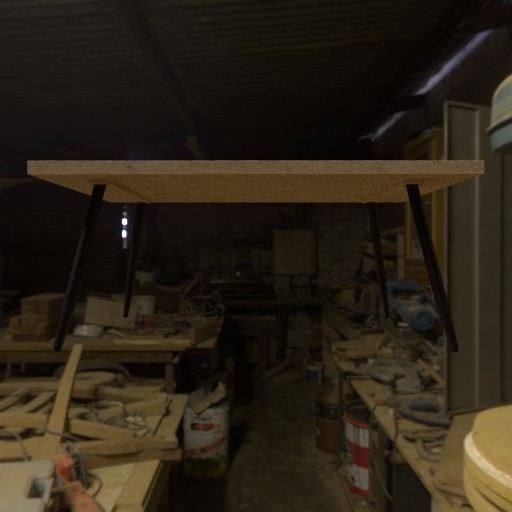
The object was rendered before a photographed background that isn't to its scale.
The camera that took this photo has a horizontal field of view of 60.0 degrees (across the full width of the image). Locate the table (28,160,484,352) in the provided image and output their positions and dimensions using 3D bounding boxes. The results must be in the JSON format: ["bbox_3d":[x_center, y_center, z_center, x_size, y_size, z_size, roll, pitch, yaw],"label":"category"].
[{"bbox_3d":[0.000,0.000,2.250,1.803,0.762,0.991,0,0,0],"label":"table"}]
